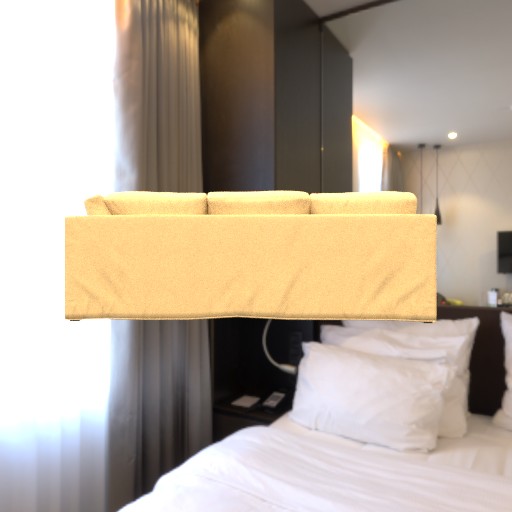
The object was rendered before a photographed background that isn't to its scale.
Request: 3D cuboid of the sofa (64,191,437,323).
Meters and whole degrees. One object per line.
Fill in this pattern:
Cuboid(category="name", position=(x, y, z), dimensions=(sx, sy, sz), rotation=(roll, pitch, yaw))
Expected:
Cuboid(category="sofa", position=(0.000, 0.000, 4.573), dimensions=(2.427, 0.882, 3.460), rotation=(0, 0, 2))
